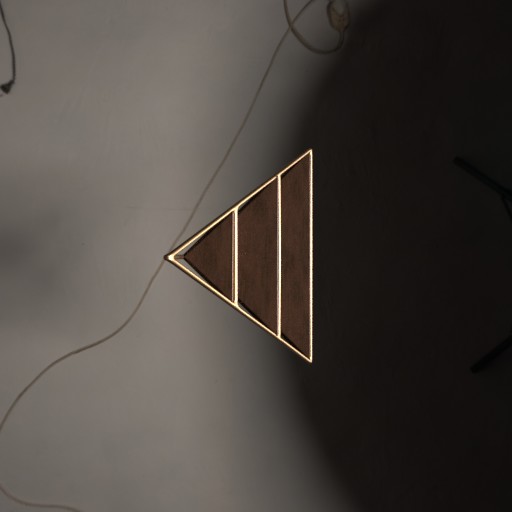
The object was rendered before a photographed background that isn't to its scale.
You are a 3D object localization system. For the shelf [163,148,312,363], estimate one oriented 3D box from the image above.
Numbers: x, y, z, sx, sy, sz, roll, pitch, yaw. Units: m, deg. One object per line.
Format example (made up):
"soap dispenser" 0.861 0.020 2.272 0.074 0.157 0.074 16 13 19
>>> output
"shelf" 0.000 0.000 1.163 0.294 0.913 0.564 0 90 0
